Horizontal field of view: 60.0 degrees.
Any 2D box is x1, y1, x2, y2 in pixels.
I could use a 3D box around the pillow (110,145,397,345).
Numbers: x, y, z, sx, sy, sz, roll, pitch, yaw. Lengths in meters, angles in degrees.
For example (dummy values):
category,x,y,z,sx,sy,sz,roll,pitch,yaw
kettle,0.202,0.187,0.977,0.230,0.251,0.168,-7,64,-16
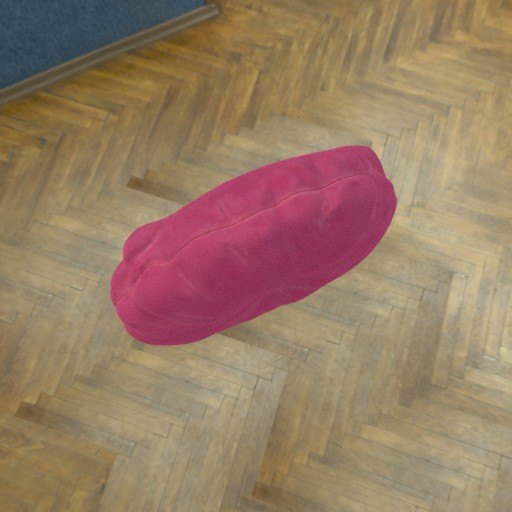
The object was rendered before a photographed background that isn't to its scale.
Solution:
category,x,y,z,sx,sy,sz,roll,pitch,yaw
pillow,0.000,0.000,0.637,0.428,0.407,0.148,-24,77,-6
